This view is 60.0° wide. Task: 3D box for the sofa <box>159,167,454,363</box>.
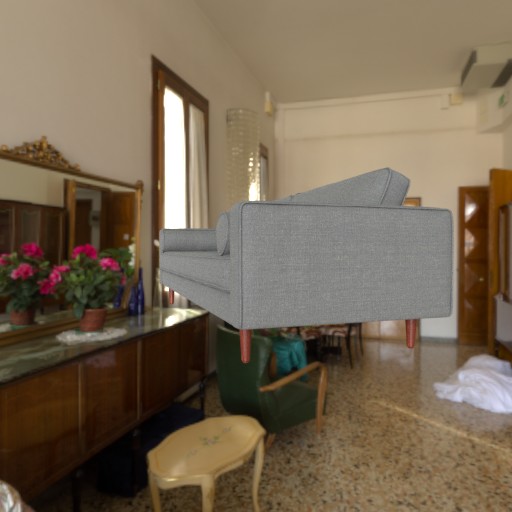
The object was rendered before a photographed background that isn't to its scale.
[{"bbox_3d":[0.000,0.000,2.634,0.914,0.762,2.198,0,1,-19],"label":"sofa"}]
